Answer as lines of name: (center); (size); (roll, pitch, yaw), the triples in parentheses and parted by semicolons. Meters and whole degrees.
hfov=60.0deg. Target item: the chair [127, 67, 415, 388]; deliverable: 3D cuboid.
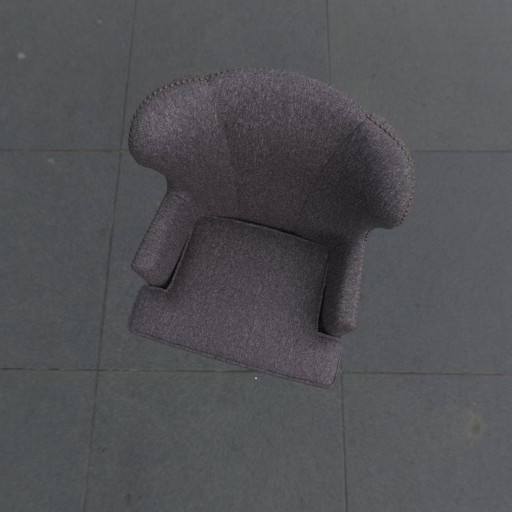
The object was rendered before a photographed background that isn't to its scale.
chair: (0.000, 0.000, 1.564); (0.759, 1.060, 0.758); (15, 75, 4)
